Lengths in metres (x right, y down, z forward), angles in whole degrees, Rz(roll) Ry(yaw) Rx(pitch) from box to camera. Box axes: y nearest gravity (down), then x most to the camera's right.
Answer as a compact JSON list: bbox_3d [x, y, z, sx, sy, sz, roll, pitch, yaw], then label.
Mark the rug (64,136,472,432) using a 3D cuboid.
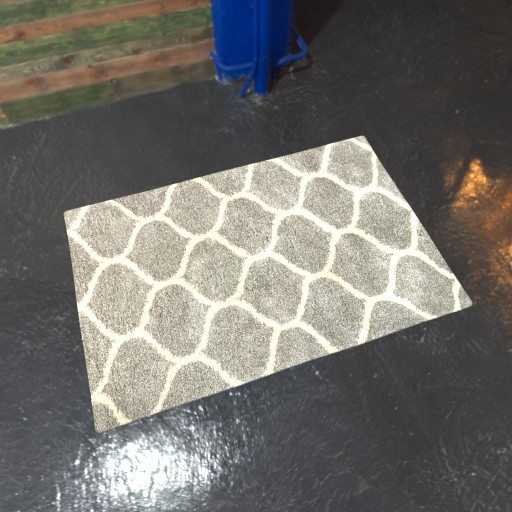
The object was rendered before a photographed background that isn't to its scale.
[{"bbox_3d":[0.000,0.000,3.404,2.701,0.026,1.801,-16,60,-10],"label":"rug"}]
